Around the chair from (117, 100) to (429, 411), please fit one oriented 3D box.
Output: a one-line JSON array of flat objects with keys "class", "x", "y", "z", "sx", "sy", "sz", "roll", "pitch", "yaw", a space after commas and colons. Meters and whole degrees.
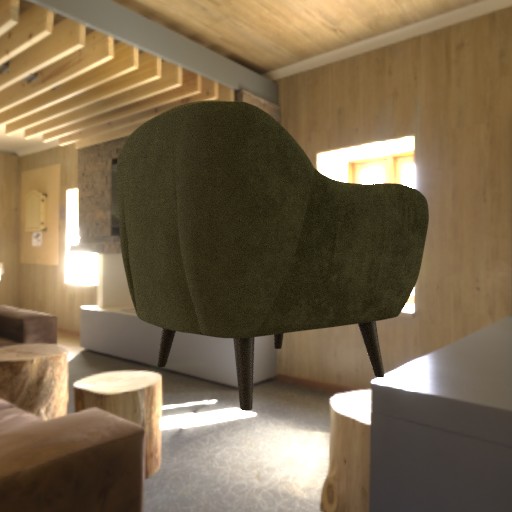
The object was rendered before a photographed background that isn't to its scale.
[{"class": "chair", "x": 0.000, "y": 0.000, "z": 1.521, "sx": 0.819, "sy": 0.804, "sz": 0.840, "roll": 0, "pitch": 0, "yaw": -35}]
